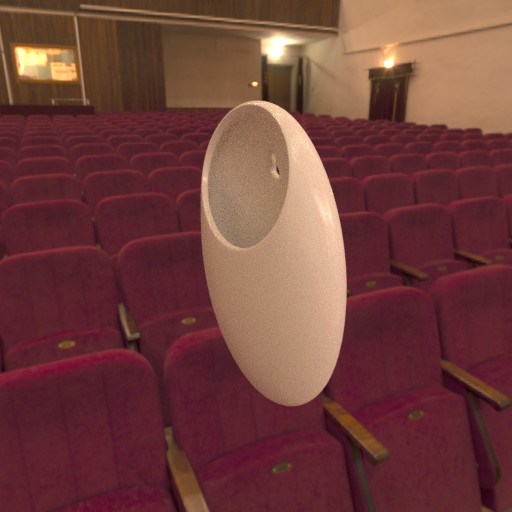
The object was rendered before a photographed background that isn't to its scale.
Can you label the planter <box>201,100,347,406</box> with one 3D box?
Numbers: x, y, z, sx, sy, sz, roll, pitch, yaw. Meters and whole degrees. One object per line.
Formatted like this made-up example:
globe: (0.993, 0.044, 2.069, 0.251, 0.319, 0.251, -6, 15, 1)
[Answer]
planter: (0.000, 0.000, 0.284, 0.043, 0.188, 0.185, -8, 19, -24)
